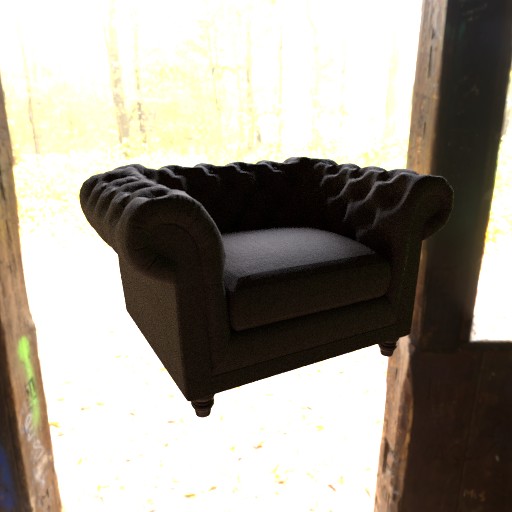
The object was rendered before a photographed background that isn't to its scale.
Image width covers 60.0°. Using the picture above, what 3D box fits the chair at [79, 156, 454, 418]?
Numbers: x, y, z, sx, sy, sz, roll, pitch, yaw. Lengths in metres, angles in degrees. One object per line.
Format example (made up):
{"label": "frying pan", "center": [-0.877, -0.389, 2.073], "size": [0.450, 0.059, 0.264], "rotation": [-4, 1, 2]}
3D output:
{"label": "chair", "center": [0.000, 0.000, 1.910], "size": [1.298, 0.780, 0.945], "rotation": [-9, 19, -28]}
